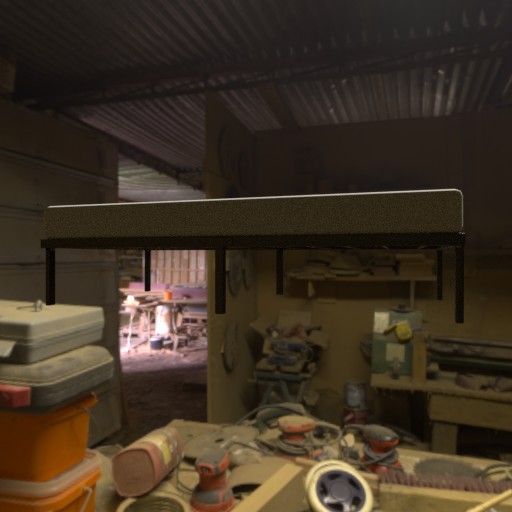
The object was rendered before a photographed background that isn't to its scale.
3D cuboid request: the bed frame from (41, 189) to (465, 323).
[{"bbox_3d":[0.000,0.000,3.251,2.635,0.680,1.393,0,0,18],"label":"bed frame"}]
